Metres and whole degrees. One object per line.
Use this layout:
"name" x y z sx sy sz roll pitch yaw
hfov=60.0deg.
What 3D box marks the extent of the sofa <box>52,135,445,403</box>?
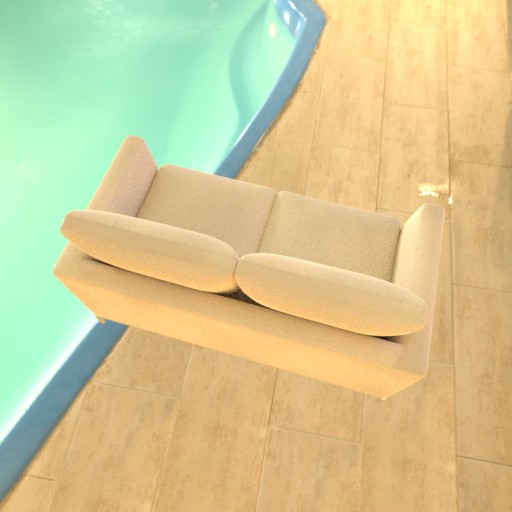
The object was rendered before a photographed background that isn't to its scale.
"sofa" 0.000 0.000 2.318 1.739 0.995 0.906 14 64 7
